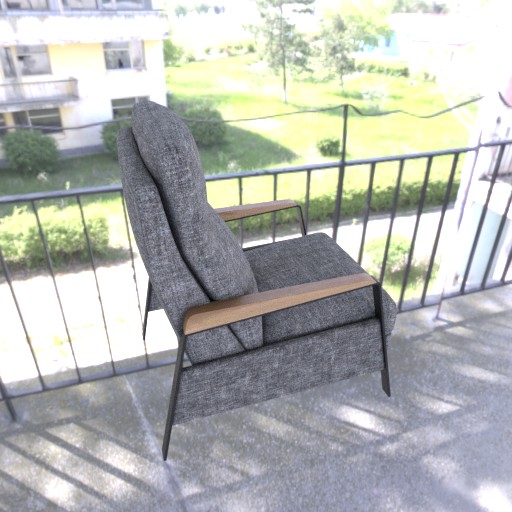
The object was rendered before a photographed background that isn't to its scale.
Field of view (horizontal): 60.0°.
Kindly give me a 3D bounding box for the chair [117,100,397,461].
[{"bbox_3d":[0.000,0.000,1.596,0.868,1.042,0.671,-10,32,-16],"label":"chair"}]
